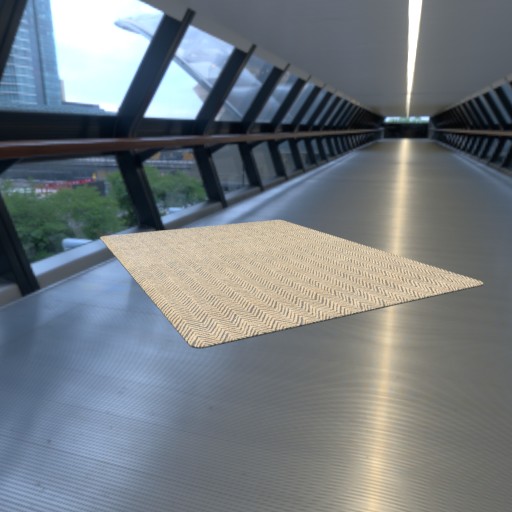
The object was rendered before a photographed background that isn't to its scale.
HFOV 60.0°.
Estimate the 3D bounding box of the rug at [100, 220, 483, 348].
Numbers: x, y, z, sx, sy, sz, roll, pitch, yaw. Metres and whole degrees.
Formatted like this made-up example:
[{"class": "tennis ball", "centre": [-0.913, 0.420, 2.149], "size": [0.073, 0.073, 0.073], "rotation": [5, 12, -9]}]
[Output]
[{"class": "rug", "centre": [0.000, 0.000, 4.318], "size": [2.439, 0.014, 3.207], "rotation": [-8, 17, -27]}]
